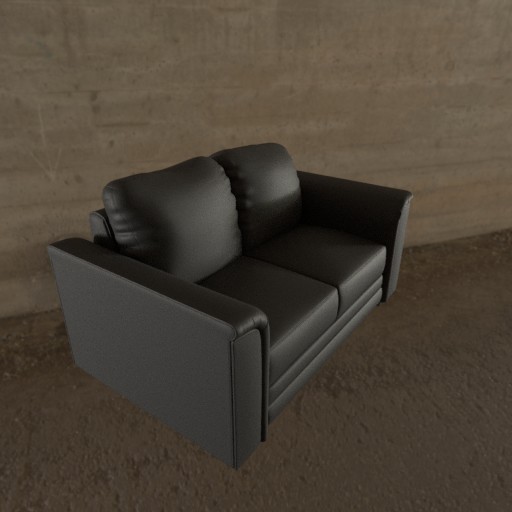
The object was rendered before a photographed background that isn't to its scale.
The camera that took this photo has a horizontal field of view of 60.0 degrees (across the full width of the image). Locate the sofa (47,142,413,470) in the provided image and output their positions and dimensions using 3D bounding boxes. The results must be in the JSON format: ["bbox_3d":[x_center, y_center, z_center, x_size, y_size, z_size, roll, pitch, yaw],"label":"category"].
[{"bbox_3d":[0.000,0.000,1.955,0.887,0.845,1.386,18,31,32],"label":"sofa"}]
